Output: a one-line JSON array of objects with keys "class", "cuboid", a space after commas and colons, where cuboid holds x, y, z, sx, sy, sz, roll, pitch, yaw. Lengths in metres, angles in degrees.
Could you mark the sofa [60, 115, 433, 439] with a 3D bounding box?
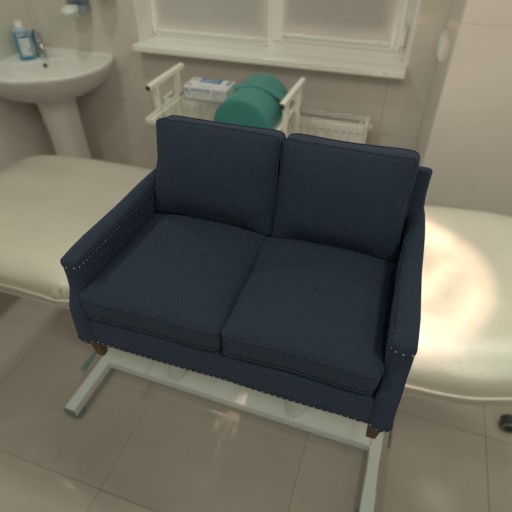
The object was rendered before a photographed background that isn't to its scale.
[{"class": "sofa", "cuboid": [0.000, 0.000, 2.240, 1.597, 1.003, 1.084, 13, 42, 14]}]
